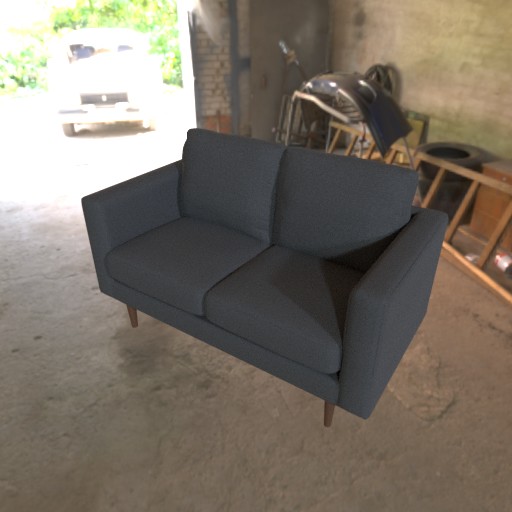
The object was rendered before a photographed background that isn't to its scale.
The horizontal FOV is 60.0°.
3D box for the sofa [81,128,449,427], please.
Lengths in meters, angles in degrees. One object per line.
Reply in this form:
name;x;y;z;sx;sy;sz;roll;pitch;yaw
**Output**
sofa;0.000;0.000;2.025;1.430;0.908;0.796;19;35;29
